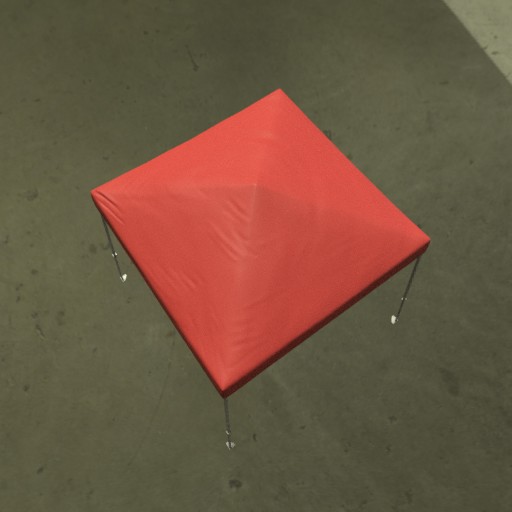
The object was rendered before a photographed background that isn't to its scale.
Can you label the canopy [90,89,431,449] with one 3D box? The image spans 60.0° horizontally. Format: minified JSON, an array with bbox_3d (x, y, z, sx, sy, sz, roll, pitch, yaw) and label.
[{"bbox_3d":[0.000,0.000,5.066,2.848,2.849,2.849,-33,69,-14],"label":"canopy"}]
